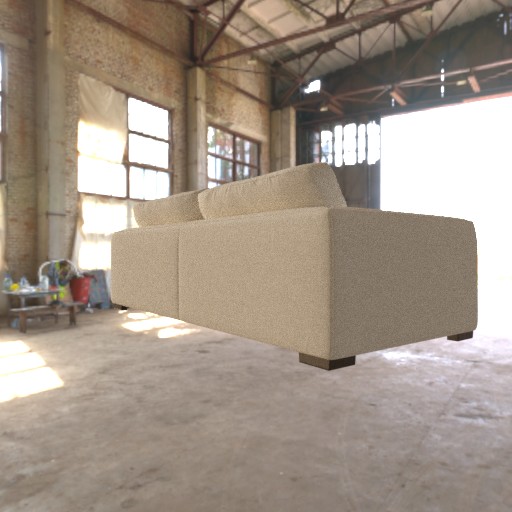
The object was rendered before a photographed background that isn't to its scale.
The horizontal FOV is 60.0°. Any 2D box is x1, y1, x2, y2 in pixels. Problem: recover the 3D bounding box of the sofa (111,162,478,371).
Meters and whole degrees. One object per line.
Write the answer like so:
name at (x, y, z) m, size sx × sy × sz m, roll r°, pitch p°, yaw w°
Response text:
sofa at (0.000, 0.000, 2.732) m, size 1.070 × 0.801 × 2.262 m, roll 0°, pitch 0°, yaw -37°
